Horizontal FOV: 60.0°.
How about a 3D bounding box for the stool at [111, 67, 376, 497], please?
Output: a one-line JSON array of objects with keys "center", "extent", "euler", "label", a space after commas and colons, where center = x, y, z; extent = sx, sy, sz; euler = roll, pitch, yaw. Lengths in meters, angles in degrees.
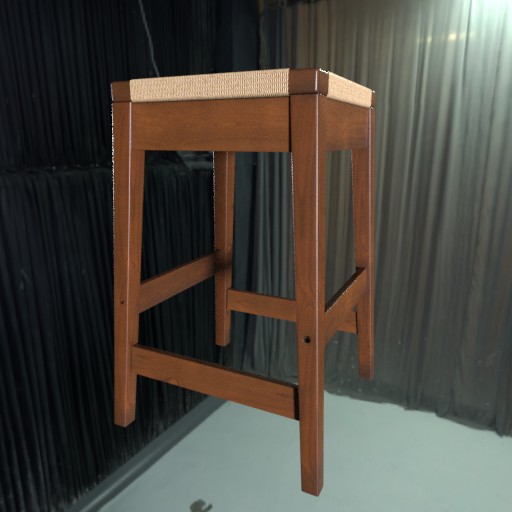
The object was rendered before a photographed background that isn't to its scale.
[{"center": [0.000, 0.000, 1.060], "extent": [0.507, 0.762, 0.497], "euler": [7, 17, 25], "label": "stool"}]
